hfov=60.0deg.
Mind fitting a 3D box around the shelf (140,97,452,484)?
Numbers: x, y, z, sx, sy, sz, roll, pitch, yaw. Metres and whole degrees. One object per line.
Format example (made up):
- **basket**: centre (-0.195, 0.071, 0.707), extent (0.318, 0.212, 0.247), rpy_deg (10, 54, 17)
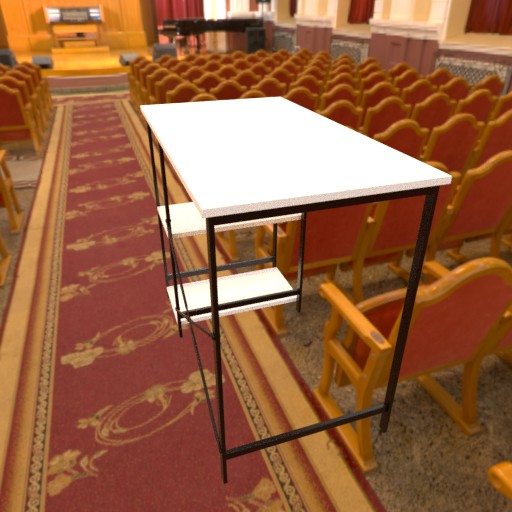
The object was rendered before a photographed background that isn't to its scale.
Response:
- **shelf**: centre (0.000, 0.000, 1.348), extent (0.498, 0.750, 0.902), rpy_deg (-10, 31, -16)
